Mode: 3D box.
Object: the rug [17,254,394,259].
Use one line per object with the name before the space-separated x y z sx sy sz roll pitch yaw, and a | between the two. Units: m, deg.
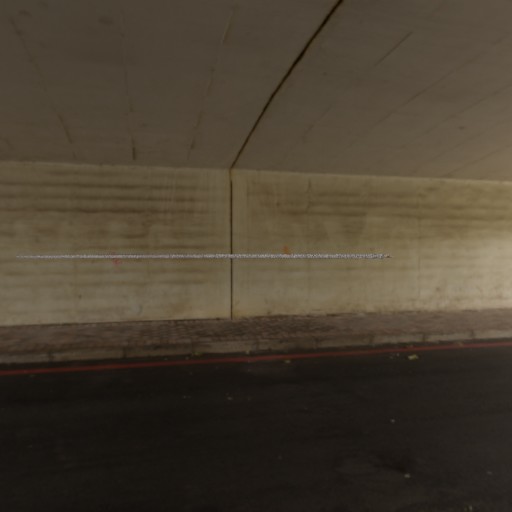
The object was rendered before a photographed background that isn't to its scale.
rug | 0.000 0.000 4.930 2.873 0.053 3.778 0 0 18
